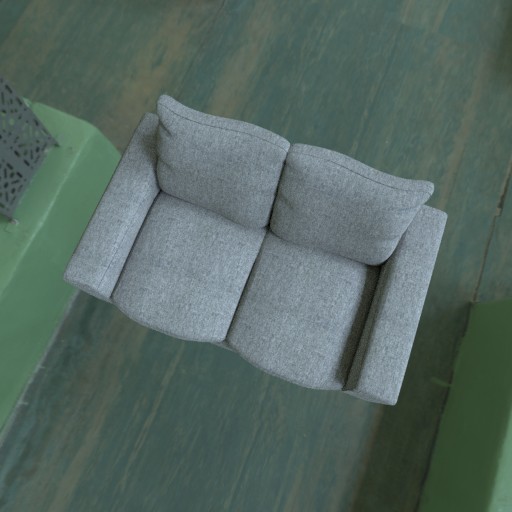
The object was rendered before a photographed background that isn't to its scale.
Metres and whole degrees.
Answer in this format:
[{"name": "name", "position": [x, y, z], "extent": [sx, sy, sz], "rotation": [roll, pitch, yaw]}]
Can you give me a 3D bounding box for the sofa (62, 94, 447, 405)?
[{"name": "sofa", "position": [0.000, 0.000, 2.369], "extent": [1.758, 0.877, 1.094], "rotation": [20, 75, 5]}]
